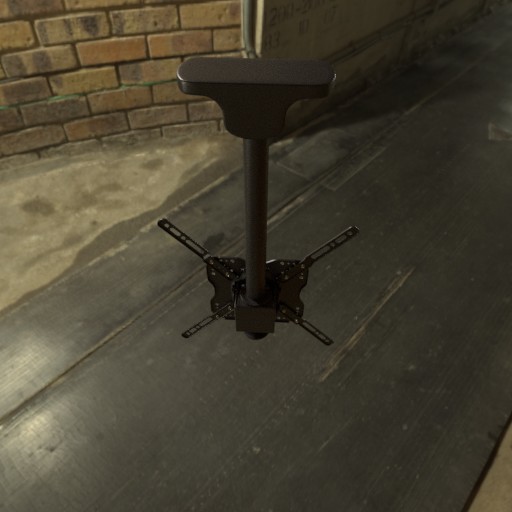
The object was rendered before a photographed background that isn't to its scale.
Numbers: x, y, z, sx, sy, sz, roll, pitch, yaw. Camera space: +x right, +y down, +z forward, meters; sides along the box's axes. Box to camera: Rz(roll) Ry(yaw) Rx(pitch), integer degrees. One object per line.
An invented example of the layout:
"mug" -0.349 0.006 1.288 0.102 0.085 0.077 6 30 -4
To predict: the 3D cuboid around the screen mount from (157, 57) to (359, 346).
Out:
"screen mount" 0.000 0.000 0.859 0.393 0.729 0.090 3 46 2
